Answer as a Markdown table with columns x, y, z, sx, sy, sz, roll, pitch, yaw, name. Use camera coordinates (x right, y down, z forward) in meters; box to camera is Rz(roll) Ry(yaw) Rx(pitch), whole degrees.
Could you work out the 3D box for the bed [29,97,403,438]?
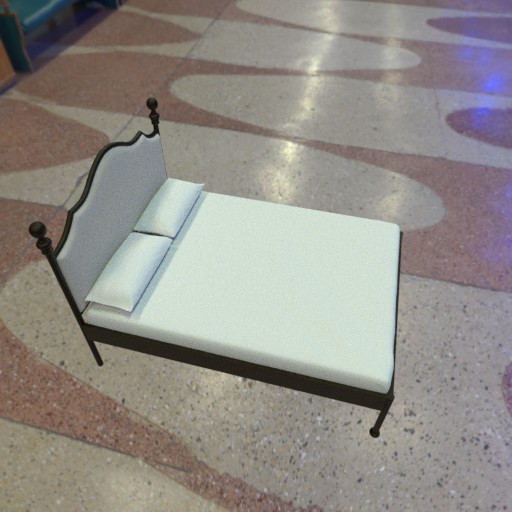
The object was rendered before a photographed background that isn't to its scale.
| x | y | z | sx | sy | sz | roll | pitch | yaw | name |
| --- | --- | --- | --- | --- | --- | --- | --- | --- | --- |
| 0.000 | 0.000 | 3.324 | 2.224 | 1.499 | 1.642 | 11 | 47 | 10 | bed |
